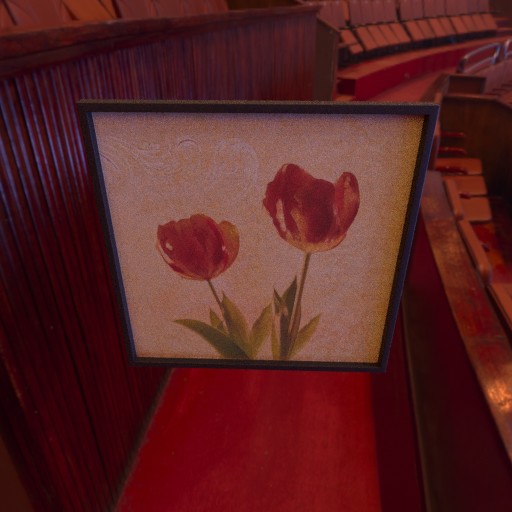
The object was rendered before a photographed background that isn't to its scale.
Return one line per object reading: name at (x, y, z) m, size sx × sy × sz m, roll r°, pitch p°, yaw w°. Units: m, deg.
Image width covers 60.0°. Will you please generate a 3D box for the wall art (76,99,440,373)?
wall art at (0.000, 0.000, 1.202) m, size 0.805 × 0.807 × 0.043 m, roll 1°, pitch 31°, yaw 2°
